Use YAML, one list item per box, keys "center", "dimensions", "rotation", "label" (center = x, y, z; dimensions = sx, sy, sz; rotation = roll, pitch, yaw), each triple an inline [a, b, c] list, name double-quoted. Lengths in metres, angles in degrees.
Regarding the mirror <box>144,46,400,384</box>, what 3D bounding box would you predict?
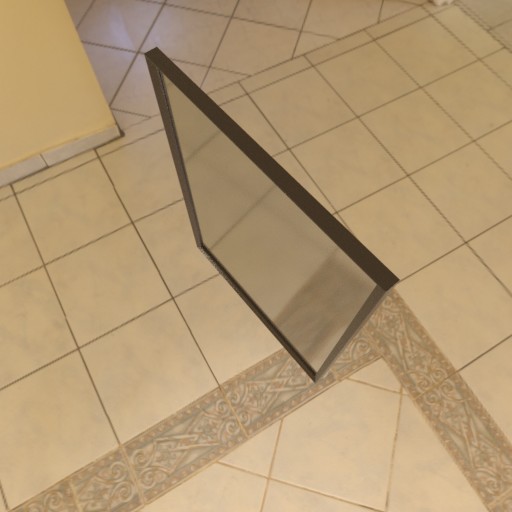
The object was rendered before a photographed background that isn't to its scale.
- center: [0.000, 0.000, 1.366]
  dimensions: [0.041, 1.016, 0.762]
  rotation: [-37, 70, -16]
  label: "mirror"
